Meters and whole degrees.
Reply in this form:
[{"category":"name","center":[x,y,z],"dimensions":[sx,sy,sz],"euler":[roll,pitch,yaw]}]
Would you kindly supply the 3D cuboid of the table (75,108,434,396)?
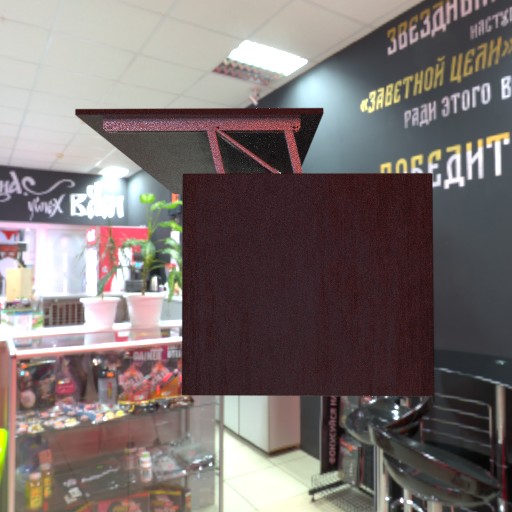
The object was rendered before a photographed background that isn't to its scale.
[{"category":"table","center":[0.000,0.000,1.376],"dimensions":[0.712,0.570,1.000],"euler":[0,-1,1]}]
